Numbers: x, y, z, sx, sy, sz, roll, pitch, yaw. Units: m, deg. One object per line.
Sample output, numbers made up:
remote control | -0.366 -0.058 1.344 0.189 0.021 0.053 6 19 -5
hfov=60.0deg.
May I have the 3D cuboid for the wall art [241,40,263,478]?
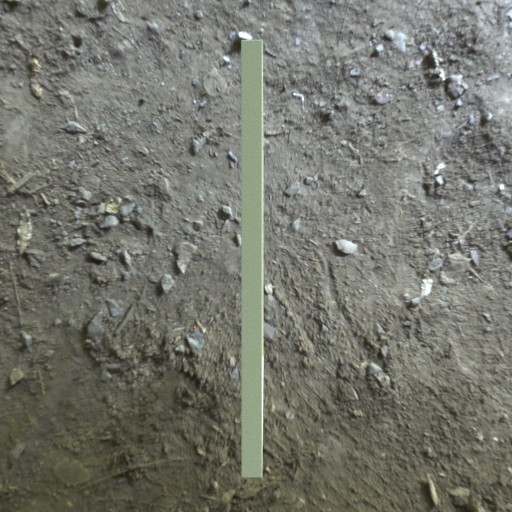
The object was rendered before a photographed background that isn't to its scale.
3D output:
wall art | 0.000 0.000 1.149 0.036 0.760 0.760 0 91 1
